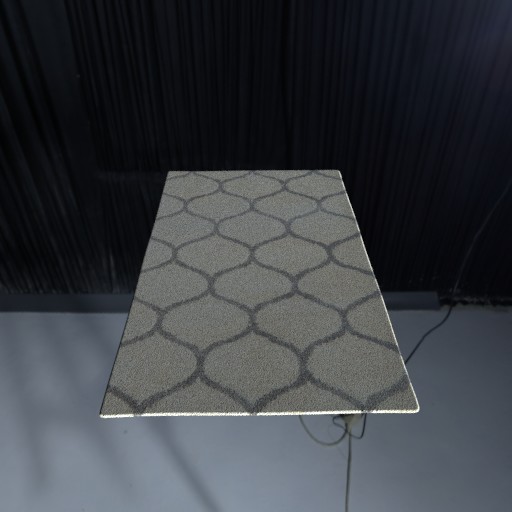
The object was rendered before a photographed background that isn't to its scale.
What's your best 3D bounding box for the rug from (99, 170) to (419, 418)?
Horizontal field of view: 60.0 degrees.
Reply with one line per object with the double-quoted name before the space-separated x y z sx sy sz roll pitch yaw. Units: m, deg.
"rug" 0.000 0.000 2.973 1.501 0.024 2.348 -1 39 -1
